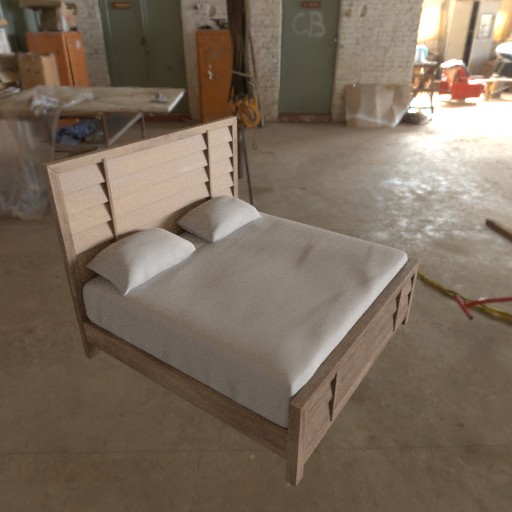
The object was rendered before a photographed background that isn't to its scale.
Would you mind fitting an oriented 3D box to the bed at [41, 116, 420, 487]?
[{"bbox_3d":[0.000,0.000,3.508,2.032,1.626,2.032,18,33,31],"label":"bed"}]
